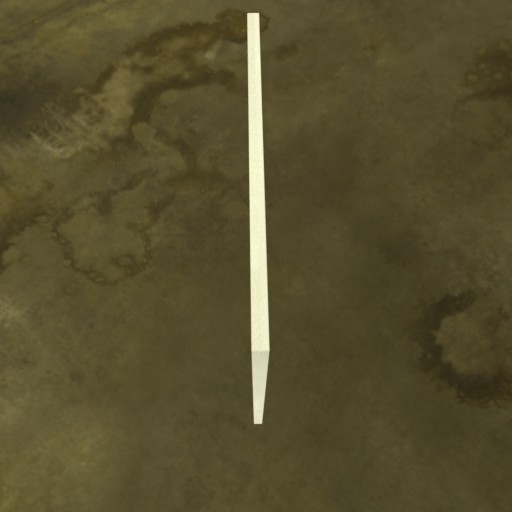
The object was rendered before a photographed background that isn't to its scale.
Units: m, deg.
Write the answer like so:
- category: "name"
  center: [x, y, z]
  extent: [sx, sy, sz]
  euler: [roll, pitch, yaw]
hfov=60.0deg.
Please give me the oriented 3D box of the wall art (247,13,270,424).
- category: "wall art"
  center: [0.000, 0.000, 0.967]
  extent: [0.021, 0.710, 0.609]
  euler: [-1, 63, 0]
